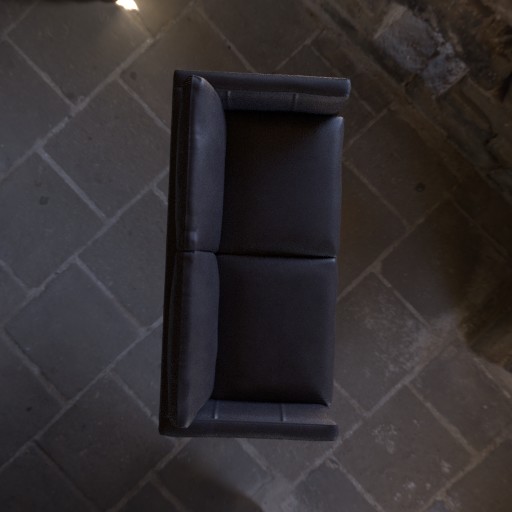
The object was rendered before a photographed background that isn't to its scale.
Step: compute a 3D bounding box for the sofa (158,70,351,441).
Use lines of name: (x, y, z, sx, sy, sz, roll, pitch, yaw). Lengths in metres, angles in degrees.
sofa: (0.000, 0.000, 2.360, 0.947, 0.883, 1.805, 0, 89, -1)
